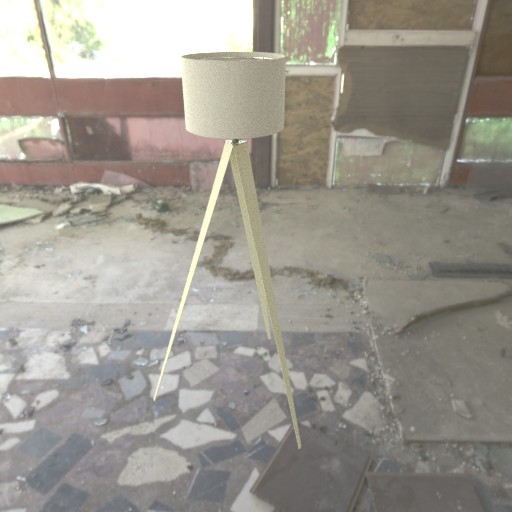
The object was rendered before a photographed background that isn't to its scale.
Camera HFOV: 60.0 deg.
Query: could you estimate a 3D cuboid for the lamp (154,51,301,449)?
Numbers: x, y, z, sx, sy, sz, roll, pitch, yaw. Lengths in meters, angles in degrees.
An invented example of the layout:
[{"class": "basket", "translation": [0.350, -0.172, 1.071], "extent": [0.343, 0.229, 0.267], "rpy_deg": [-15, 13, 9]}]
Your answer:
[{"class": "lamp", "translation": [0.000, 0.000, 1.844], "extent": [0.716, 1.524, 0.724], "rpy_deg": [20, 35, 32]}]
